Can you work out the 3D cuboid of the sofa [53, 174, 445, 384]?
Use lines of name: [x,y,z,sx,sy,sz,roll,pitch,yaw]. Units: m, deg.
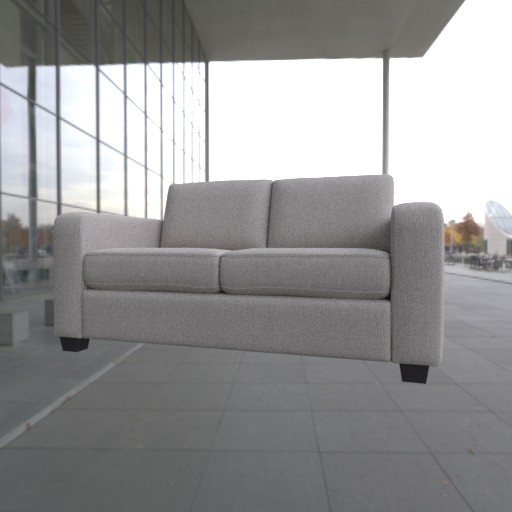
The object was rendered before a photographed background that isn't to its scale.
sofa: [0.000,0.000,2.043,1.540,0.800,0.900,0,1,18]
